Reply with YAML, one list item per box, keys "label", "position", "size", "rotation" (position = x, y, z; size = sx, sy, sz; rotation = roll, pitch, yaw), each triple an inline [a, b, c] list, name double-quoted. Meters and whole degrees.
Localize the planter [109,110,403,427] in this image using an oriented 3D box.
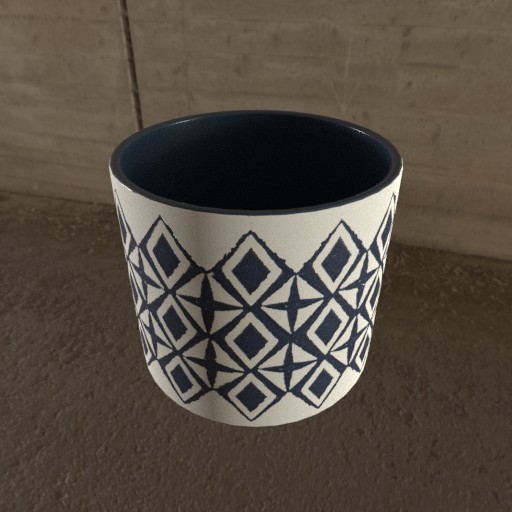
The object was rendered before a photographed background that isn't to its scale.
- label: "planter"
  position: [0.000, 0.000, 0.286]
  size: [0.159, 0.144, 0.159]
  rotation: [0, 33, 0]
